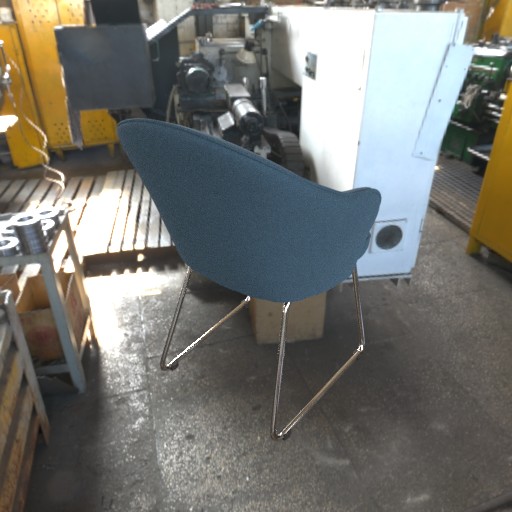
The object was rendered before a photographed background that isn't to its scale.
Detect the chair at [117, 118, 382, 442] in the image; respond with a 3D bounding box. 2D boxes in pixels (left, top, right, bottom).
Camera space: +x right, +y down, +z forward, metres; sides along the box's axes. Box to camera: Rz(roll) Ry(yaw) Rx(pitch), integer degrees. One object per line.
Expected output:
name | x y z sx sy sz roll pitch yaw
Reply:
chair | 0.000 0.000 1.190 0.570 0.815 0.585 21 36 32
